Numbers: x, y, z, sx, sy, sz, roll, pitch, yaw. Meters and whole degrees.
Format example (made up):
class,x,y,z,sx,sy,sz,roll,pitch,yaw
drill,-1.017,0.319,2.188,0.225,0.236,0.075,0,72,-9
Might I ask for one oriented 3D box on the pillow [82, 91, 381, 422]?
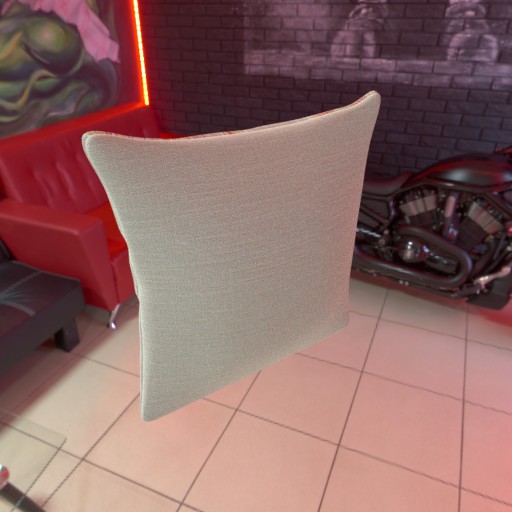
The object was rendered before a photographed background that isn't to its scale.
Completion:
class,x,y,z,sx,sy,sz,roll,pitch,yaw
pillow,0.000,0.000,0.687,0.451,0.449,0.191,-18,34,-29
